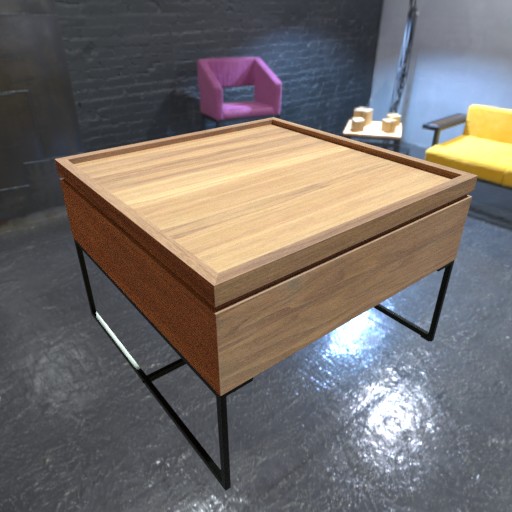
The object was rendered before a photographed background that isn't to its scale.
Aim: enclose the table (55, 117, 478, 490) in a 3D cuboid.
[{"bbox_3d":[0.000,0.000,1.113,0.679,0.464,0.676,-22,37,-32],"label":"table"}]
